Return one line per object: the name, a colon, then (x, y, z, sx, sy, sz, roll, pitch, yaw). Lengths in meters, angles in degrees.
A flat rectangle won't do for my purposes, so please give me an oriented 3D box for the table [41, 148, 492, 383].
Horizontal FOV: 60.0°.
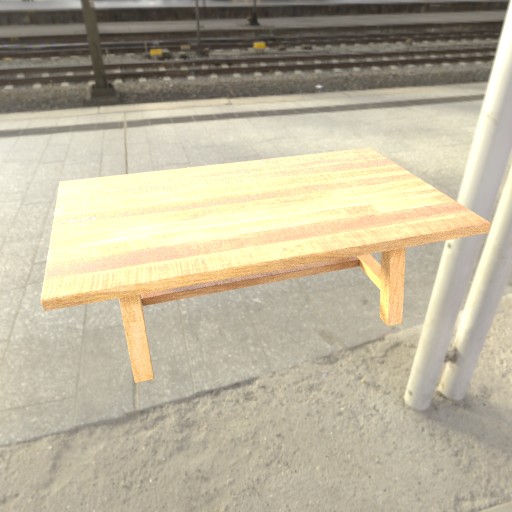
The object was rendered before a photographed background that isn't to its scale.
table: (0.000, 0.000, 1.659, 1.320, 0.455, 0.760, -9, 34, -14)
